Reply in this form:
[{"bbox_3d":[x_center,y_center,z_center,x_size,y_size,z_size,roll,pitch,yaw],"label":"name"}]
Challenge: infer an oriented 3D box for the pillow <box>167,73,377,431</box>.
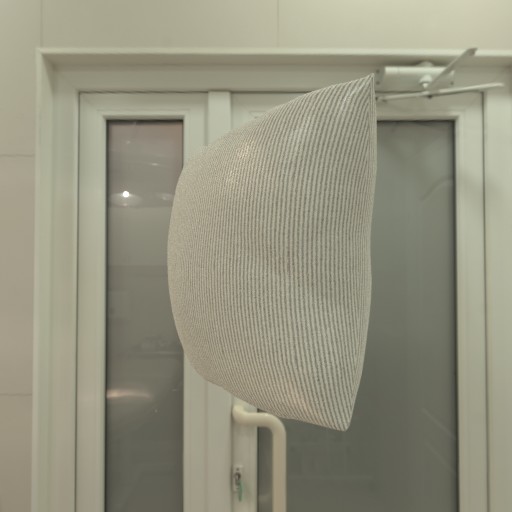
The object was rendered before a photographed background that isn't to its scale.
[{"bbox_3d":[0.000,0.000,0.692,0.310,0.432,0.387,0,-1,0],"label":"pillow"}]
